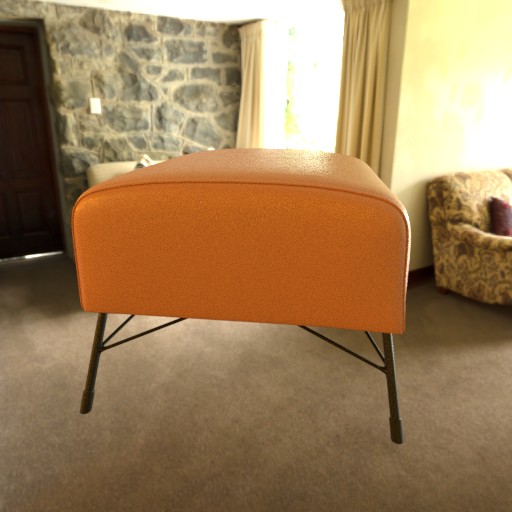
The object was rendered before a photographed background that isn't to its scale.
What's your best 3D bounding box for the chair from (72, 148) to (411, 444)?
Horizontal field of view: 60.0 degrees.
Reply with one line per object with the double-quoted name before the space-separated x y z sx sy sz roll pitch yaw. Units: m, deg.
"chair" 0.000 0.000 0.895 0.530 0.410 0.530 2 18 8
